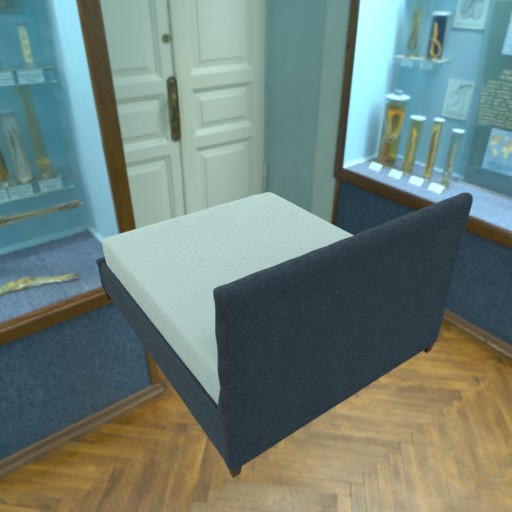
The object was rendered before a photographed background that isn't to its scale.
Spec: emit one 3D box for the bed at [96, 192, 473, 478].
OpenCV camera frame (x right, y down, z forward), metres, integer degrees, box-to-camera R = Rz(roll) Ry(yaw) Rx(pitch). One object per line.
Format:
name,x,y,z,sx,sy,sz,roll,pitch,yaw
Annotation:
bed,0.000,0.000,3.729,2.078,1.427,2.387,-20,36,-30
